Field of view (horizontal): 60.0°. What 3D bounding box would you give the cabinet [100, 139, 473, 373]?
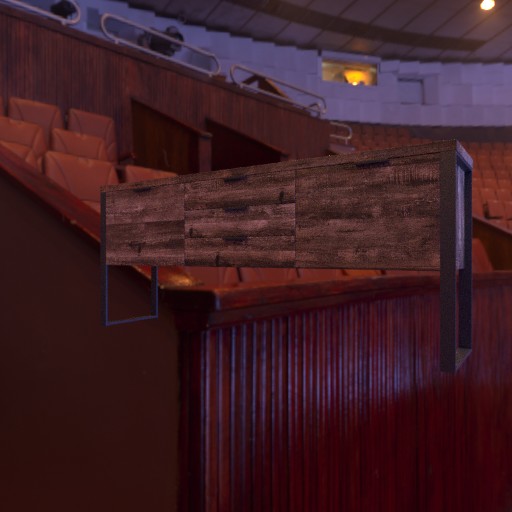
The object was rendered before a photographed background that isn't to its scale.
[{"bbox_3d":[0.000,0.000,2.087,1.800,0.762,0.395,0,0,33],"label":"cabinet"}]
